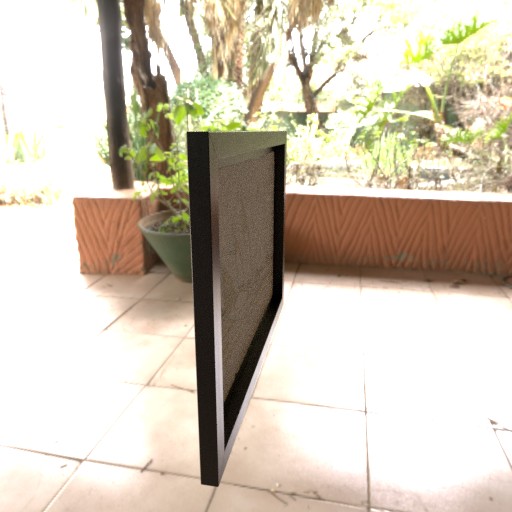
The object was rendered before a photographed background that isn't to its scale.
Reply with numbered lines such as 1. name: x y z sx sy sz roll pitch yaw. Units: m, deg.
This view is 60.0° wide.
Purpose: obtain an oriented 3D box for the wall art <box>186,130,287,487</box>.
1. wall art: 0.000 0.000 0.842 0.027 0.458 0.657 3 16 11
